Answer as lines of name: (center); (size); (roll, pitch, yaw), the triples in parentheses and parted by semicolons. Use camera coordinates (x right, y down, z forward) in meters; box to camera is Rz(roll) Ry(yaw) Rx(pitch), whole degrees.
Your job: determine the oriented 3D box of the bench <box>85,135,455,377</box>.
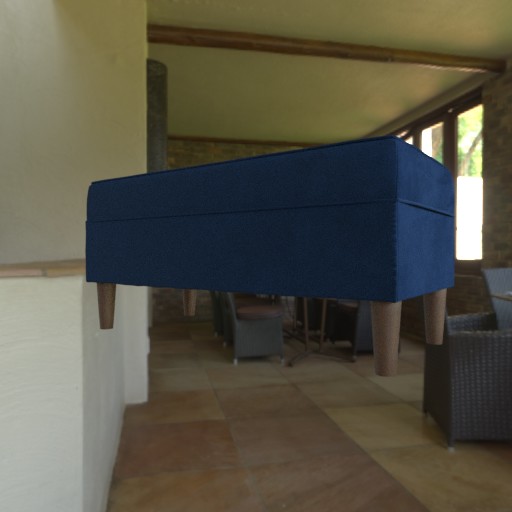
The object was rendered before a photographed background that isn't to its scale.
bench: (0.000, 0.000, 1.306); (1.010, 0.467, 0.489); (0, 1, 36)
